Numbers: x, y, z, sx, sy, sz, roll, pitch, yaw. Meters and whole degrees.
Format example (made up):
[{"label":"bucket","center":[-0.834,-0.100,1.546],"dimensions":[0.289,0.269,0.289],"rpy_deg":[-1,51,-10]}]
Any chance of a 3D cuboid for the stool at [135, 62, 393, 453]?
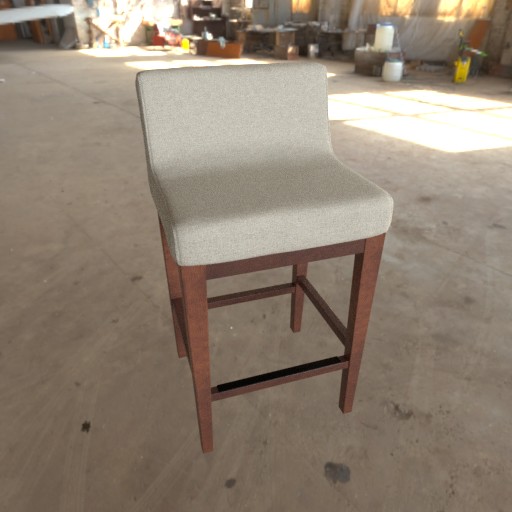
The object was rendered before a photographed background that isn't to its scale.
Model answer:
[{"label":"stool","center":[0.000,0.000,1.230],"dimensions":[0.511,0.937,0.500],"rpy_deg":[-9,32,-16]}]
